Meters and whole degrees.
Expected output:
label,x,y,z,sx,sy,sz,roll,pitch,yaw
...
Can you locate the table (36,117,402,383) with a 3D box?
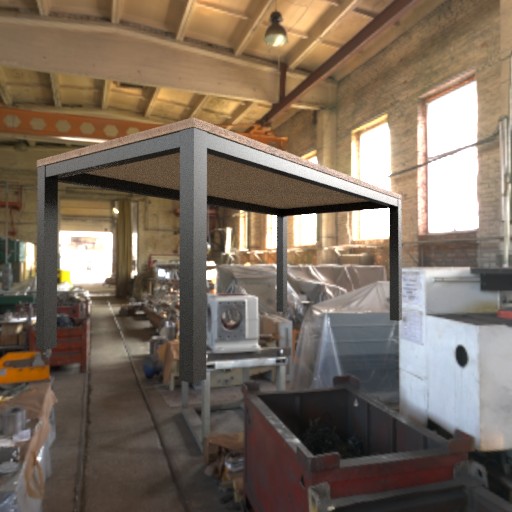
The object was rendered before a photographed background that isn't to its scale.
label,x,y,z,sx,sy,sz,roll,pitch,yaw
table,0.000,0.000,2.266,0.893,0.767,1.805,-1,-1,37
